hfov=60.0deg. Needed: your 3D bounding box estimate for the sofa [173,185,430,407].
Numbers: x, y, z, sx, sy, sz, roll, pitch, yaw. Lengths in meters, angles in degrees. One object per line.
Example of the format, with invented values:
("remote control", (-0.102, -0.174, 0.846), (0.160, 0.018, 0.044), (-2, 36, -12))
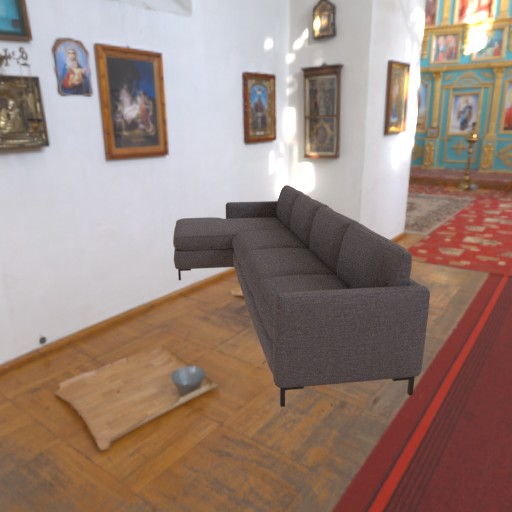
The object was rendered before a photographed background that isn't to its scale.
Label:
("sofa", (0.000, 0.000, 3.297), (1.258, 0.754, 2.731), (-2, 16, -8))
